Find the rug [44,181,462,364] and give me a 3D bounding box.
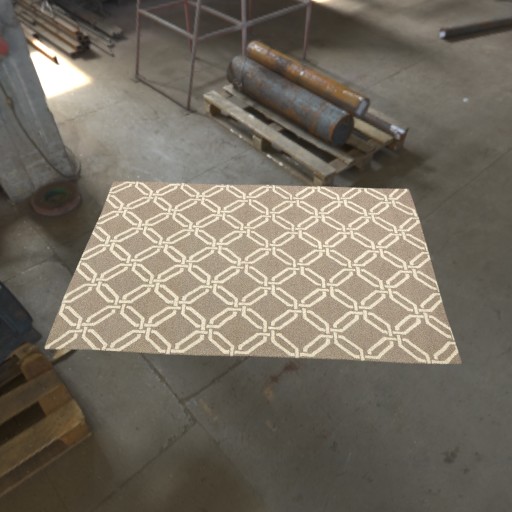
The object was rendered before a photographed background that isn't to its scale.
[{"bbox_3d":[0.000,0.000,2.218,1.748,0.010,1.142,2,47,2],"label":"rug"}]
